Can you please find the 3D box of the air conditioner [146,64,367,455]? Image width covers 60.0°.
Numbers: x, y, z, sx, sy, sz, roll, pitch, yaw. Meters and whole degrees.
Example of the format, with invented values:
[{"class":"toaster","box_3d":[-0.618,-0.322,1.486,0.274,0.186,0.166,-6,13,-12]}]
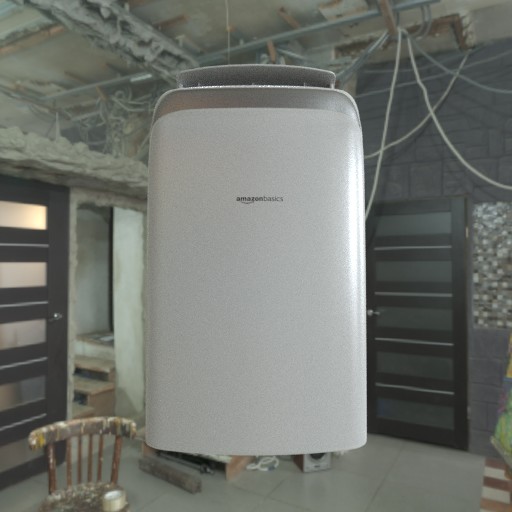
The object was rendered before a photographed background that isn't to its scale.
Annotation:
[{"class":"air conditioner","box_3d":[0.000,0.000,1.051,0.449,0.786,0.414,0,-1,0]}]
